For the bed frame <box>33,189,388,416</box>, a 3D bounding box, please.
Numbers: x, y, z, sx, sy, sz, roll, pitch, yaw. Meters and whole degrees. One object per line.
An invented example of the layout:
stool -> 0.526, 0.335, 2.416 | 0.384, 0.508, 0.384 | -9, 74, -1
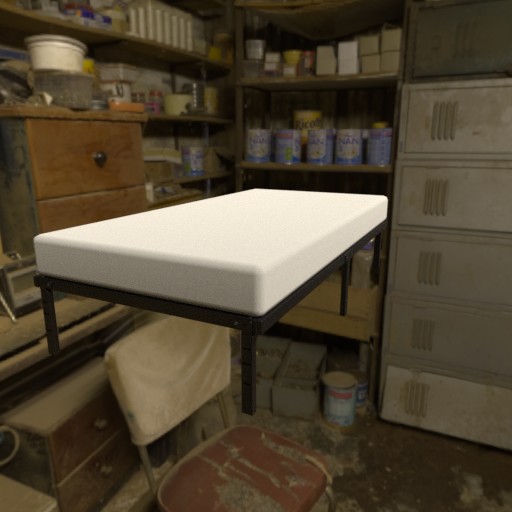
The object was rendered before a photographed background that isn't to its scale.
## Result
bed frame -> 0.000, 0.000, 3.259 | 1.393, 0.680, 2.635 | 7, 16, 26
